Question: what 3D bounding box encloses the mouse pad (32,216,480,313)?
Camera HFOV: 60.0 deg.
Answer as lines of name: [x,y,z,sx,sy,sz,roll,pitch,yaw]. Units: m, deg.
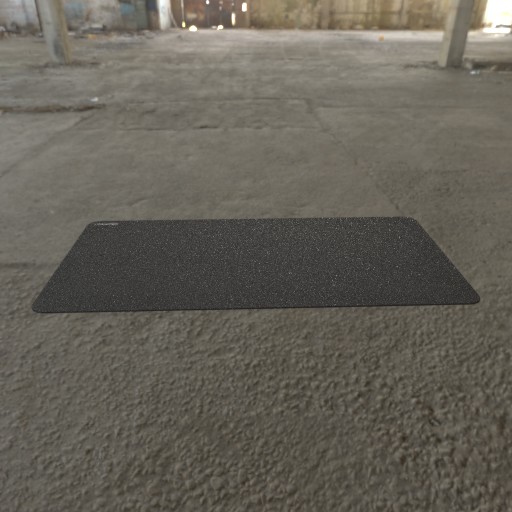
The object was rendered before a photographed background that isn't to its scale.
mouse pad: [0.000,0.000,1.058,0.907,0.003,0.424,-1,29,-2]
